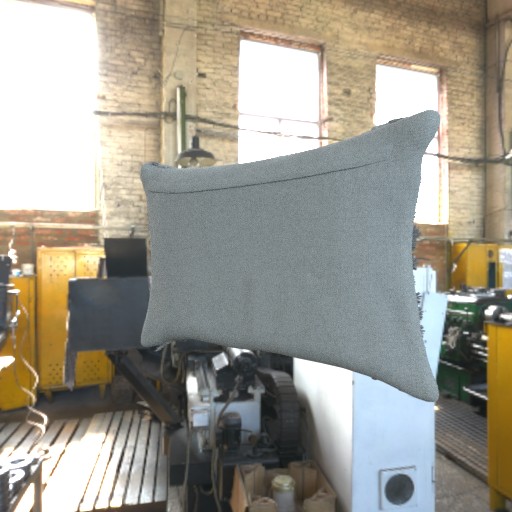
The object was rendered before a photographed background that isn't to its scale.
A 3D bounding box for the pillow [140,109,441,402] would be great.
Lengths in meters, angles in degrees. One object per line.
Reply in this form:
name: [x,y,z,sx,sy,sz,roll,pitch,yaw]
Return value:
pillow: [0.000,0.000,0.588,0.466,0.305,0.084,0,-1,36]
